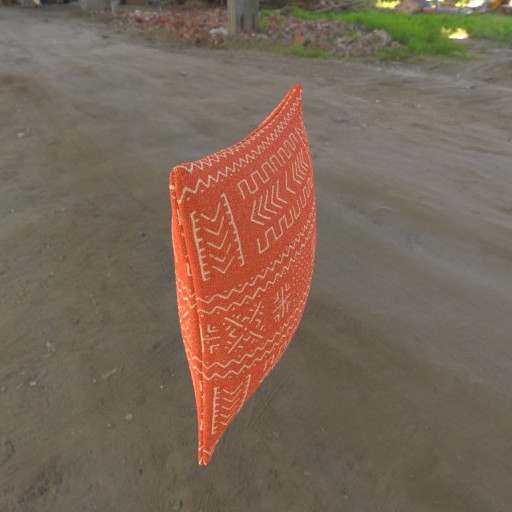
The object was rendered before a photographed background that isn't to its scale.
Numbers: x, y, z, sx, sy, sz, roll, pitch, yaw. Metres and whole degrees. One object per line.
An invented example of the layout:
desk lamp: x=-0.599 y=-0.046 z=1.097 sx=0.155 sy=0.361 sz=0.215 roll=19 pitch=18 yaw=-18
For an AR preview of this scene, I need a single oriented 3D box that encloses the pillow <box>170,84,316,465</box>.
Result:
pillow: x=0.000 y=0.000 z=0.670 sx=0.164 sy=0.429 sz=0.438 roll=10 pitch=33 yaw=16
